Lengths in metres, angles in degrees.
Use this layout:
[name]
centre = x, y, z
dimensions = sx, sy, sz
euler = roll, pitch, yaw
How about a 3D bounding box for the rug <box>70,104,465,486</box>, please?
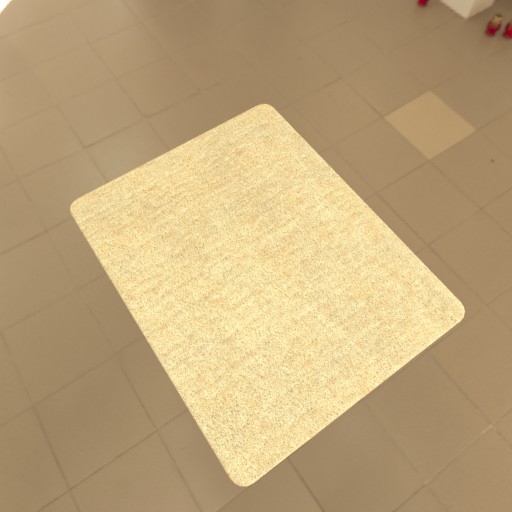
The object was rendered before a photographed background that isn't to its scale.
[rug]
centre = 0.000, 0.000, 3.404
dimensions = 2.009, 0.048, 2.528
euler = -32, 68, -15
